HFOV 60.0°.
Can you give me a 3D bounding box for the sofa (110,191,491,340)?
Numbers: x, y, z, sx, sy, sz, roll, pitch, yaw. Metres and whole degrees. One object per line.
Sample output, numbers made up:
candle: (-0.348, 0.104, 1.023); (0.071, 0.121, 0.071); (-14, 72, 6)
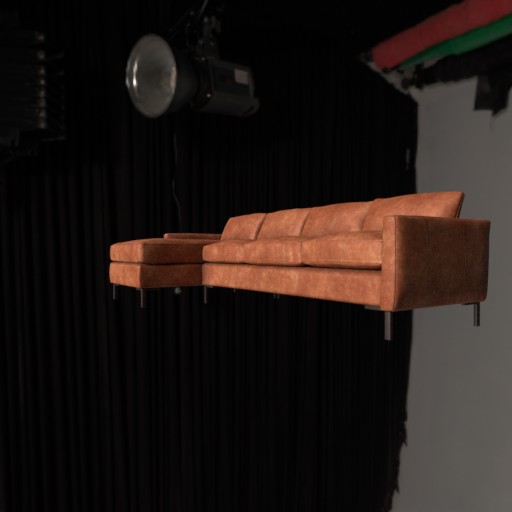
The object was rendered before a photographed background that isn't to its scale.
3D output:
sofa: (0.000, 0.000, 3.535); (1.471, 0.859, 2.993); (0, 1, -35)
